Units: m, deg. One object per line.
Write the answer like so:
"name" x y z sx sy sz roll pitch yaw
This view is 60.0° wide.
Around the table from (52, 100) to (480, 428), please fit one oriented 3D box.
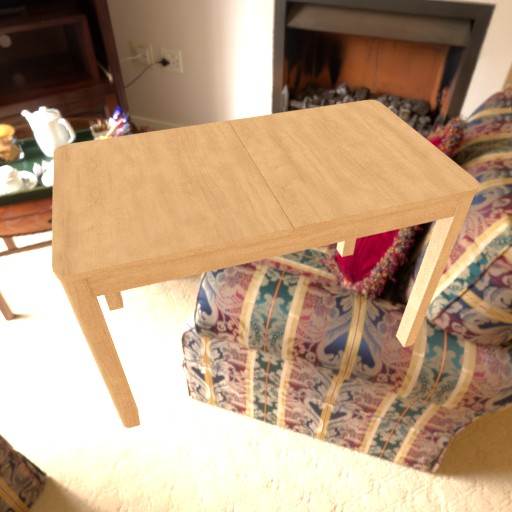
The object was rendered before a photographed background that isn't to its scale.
"table" 0.000 0.000 1.916 1.400 0.900 0.750 -13 44 -13
